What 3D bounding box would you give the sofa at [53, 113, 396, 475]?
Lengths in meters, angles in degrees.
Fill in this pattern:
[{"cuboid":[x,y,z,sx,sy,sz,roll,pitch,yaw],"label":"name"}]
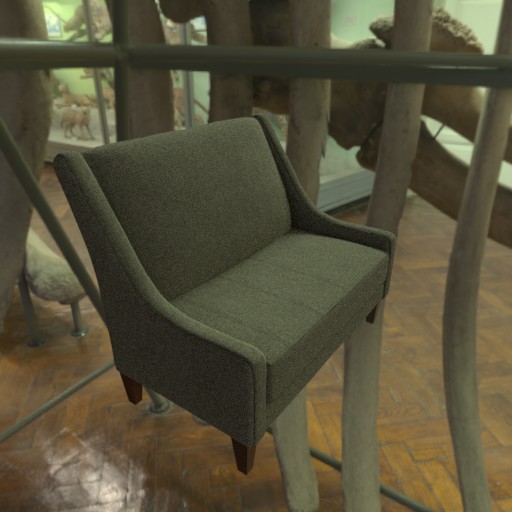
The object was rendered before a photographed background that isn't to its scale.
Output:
[{"cuboid":[0.000,0.000,1.938,0.870,1.021,1.242,17,30,32],"label":"sofa"}]
